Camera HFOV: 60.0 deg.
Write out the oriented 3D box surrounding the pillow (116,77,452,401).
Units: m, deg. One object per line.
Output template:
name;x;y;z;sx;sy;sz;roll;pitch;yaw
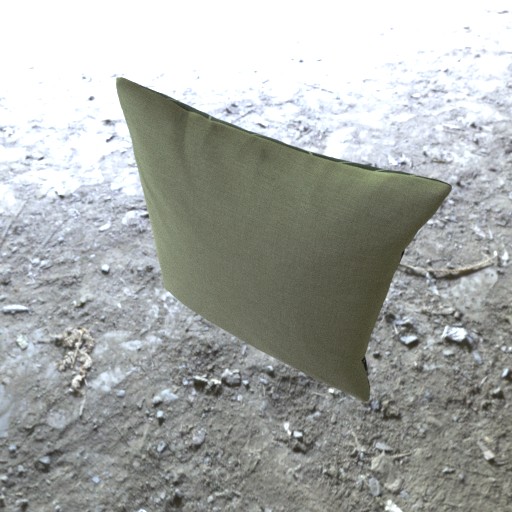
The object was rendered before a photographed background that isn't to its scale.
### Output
pillow;0.000;0.000;0.765;0.517;0.508;0.158;25;51;22
